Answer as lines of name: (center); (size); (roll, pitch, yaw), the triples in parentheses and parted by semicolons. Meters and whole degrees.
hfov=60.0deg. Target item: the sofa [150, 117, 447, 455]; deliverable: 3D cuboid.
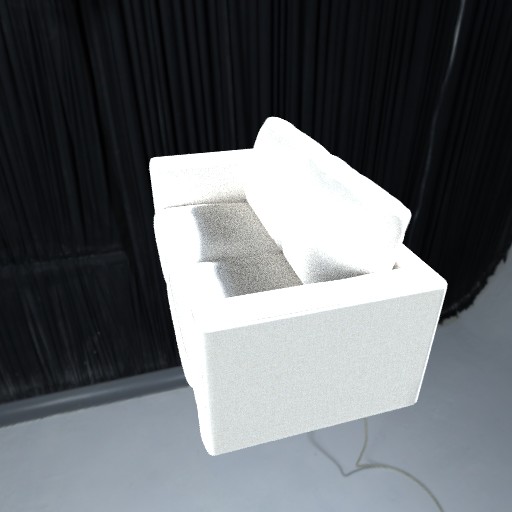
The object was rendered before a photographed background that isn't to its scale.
sofa: (0.000, 0.000, 1.927); (0.796, 0.908, 1.430); (-8, 32, -14)
